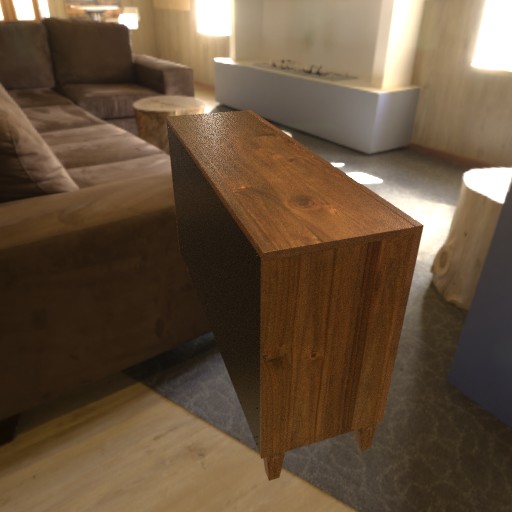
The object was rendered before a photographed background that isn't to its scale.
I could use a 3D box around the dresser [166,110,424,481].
[{"bbox_3d":[0.000,0.000,1.849,0.446,0.873,1.400,-10,32,-16],"label":"dresser"}]
